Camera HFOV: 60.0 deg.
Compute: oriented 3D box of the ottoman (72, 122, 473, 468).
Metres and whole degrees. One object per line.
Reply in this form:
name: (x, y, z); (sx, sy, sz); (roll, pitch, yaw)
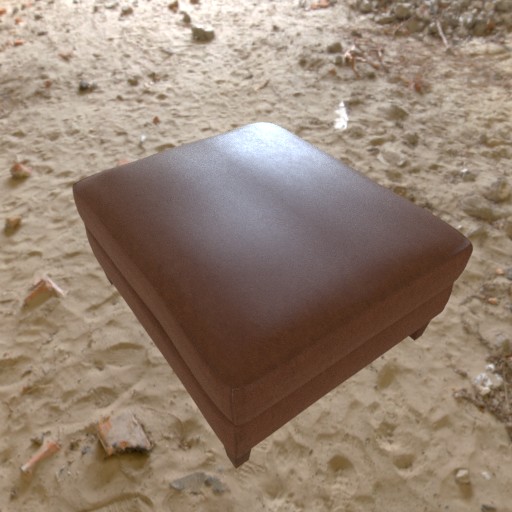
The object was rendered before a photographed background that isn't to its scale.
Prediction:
ottoman: (0.000, 0.000, 1.461); (0.836, 0.472, 0.987); (-26, 48, -26)
